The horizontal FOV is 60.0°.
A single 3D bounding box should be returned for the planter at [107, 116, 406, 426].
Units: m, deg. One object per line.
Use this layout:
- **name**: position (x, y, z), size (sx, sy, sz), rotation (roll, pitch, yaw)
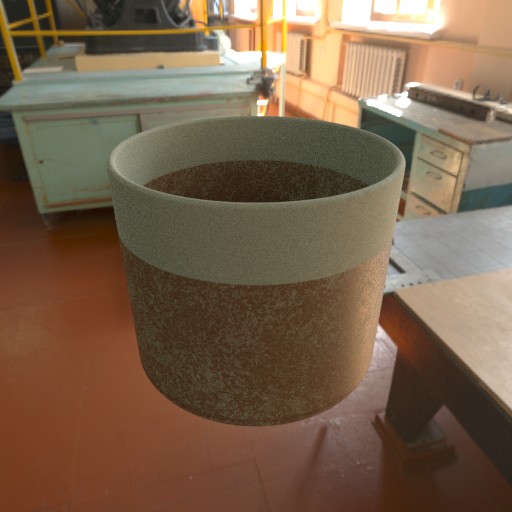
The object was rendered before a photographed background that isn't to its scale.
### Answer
- **planter**: position (0.000, 0.000, 0.278), size (0.159, 0.138, 0.159), rotation (0, 30, 0)
